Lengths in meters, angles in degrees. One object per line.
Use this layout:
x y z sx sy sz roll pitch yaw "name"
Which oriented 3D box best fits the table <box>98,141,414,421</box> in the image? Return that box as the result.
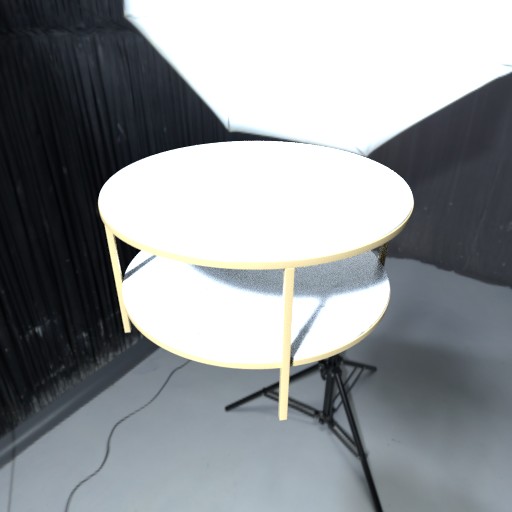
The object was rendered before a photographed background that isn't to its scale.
0.000 0.000 1.285 0.800 0.450 0.800 0 30 0 "table"
